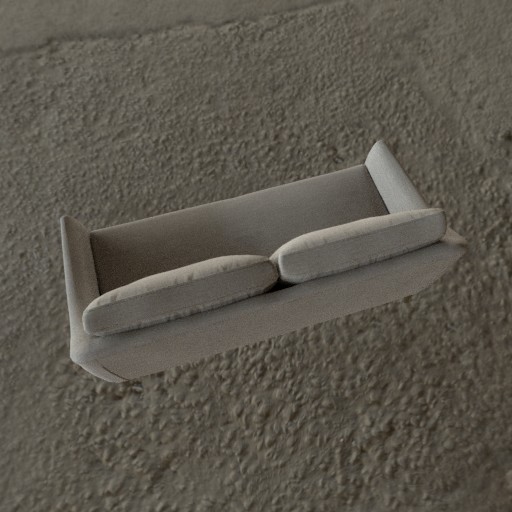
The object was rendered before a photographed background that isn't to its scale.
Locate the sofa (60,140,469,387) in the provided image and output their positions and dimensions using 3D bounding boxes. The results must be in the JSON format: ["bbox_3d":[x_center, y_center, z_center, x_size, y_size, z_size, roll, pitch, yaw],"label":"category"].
[{"bbox_3d":[0.000,0.000,2.546,2.036,0.913,0.980,-15,60,-9],"label":"sofa"}]
